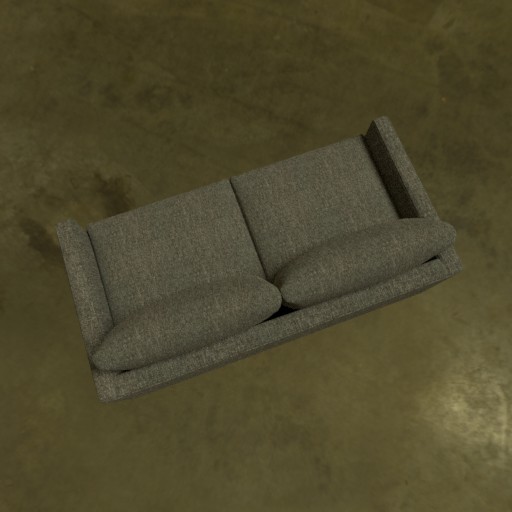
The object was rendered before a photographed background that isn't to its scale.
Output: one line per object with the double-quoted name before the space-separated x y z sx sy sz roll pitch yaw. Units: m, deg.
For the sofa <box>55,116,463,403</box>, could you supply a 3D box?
"sofa" 0.000 0.000 2.201 1.716 0.862 0.866 -19 75 -5
